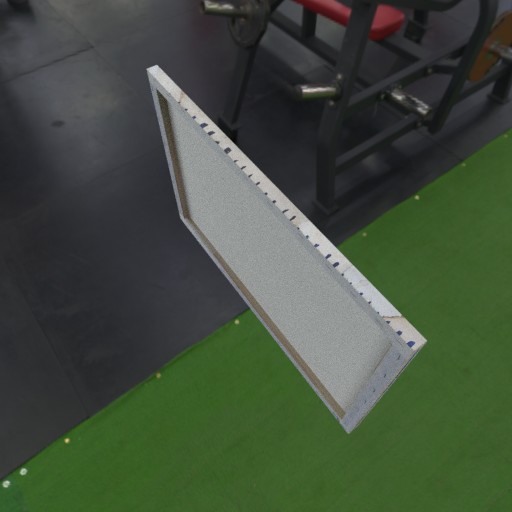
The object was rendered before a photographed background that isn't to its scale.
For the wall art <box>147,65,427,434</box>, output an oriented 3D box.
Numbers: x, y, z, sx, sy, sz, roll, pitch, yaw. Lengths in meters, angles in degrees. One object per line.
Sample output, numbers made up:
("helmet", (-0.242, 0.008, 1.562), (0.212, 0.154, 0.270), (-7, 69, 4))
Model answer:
("wall art", (0.000, 0.000, 1.459), (0.038, 0.757, 1.143), (-30, 62, -19))
